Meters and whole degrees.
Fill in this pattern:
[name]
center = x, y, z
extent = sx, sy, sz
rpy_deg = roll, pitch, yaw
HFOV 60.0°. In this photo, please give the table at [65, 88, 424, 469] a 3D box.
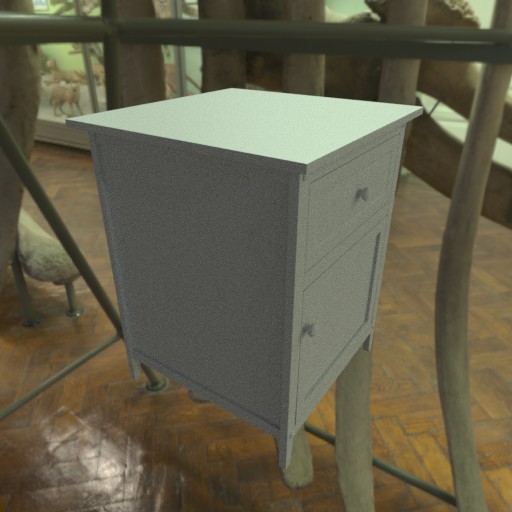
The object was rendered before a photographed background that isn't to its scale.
[table]
center = 0.000, 0.000, 0.770
extent = 0.381, 0.483, 0.381
rpy_deg = 18, 33, 30
